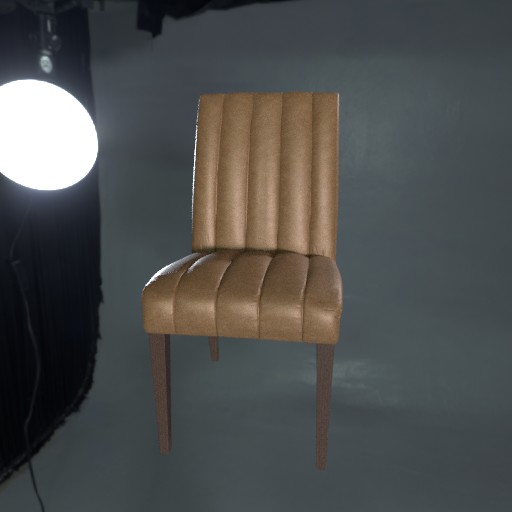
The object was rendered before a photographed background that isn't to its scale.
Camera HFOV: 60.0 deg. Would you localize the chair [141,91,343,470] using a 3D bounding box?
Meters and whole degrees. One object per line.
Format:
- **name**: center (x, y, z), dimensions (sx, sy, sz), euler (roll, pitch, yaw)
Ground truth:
- **chair**: center (0.000, 0.000, 1.356), dimensions (0.511, 1.016, 0.647), euler (2, 13, 8)
